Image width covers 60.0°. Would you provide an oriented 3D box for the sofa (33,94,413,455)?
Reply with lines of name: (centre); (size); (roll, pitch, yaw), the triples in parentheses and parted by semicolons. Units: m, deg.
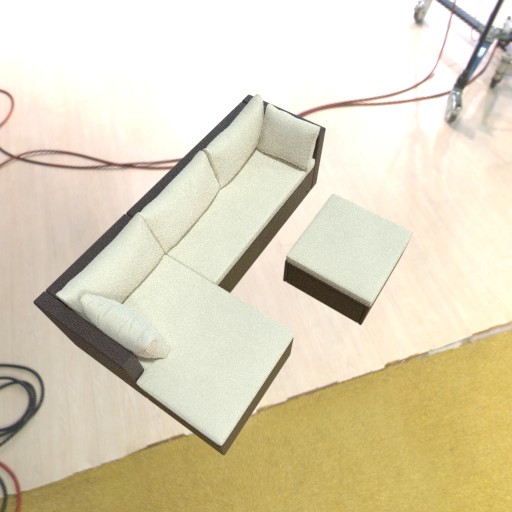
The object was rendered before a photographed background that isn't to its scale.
sofa: (0.000, 0.000, 2.983); (1.612, 0.766, 2.192); (30, 63, 17)
